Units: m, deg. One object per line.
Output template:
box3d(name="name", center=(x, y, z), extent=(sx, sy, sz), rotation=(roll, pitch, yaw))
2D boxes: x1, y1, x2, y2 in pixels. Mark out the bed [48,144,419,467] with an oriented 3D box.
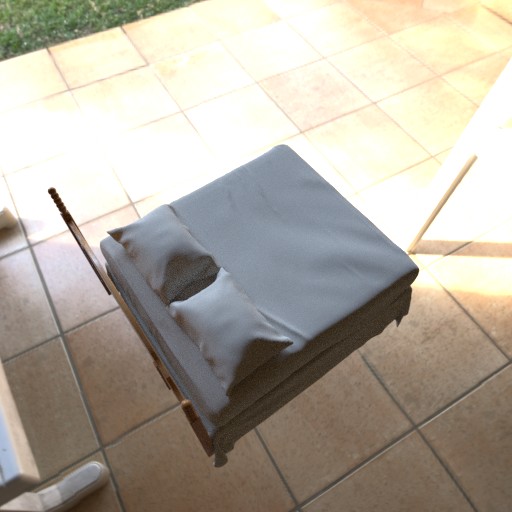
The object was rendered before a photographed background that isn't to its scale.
box3d(name="bed", center=(0.000, 0.000, 3.261), extent=(2.040, 1.356, 1.873), rotation=(-32, 63, -18))
